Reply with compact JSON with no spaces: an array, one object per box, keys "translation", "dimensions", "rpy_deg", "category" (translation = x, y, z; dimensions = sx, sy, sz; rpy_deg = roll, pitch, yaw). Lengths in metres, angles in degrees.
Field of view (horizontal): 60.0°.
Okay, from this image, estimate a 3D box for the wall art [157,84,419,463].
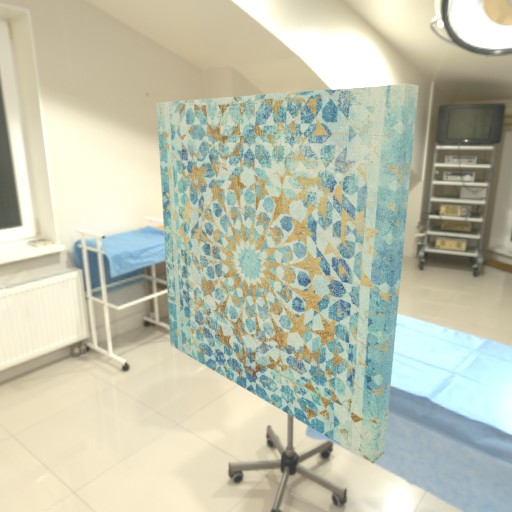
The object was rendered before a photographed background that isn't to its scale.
[{"translation":[0.000,0.000,0.896],"dimensions":[0.040,0.609,0.609],"rpy_deg":[-15,22,-42],"category":"wall art"}]
